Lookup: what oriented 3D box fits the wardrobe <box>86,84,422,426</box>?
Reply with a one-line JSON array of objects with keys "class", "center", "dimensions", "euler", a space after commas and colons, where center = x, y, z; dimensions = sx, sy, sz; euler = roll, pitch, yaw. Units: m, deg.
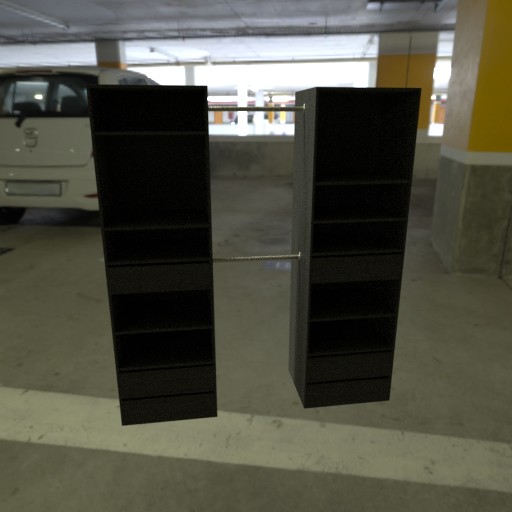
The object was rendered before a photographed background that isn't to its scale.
[{"class": "wardrobe", "center": [0.000, 0.000, 2.832], "dimensions": [1.770, 2.000, 0.480], "euler": [-3, 17, -8]}]
